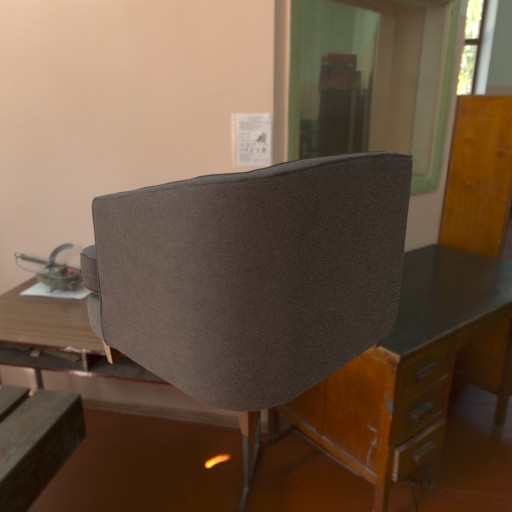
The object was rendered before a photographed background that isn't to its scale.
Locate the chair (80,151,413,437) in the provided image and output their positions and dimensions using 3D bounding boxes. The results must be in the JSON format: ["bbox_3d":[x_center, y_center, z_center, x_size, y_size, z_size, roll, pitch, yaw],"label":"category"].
[{"bbox_3d":[0.000,0.000,1.792,0.941,0.852,1.104,16,24,42],"label":"chair"}]
